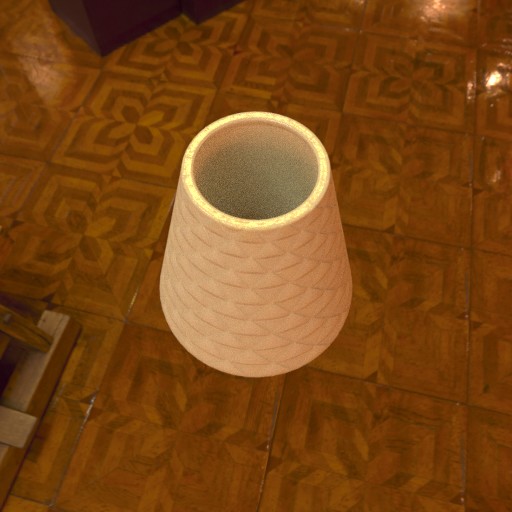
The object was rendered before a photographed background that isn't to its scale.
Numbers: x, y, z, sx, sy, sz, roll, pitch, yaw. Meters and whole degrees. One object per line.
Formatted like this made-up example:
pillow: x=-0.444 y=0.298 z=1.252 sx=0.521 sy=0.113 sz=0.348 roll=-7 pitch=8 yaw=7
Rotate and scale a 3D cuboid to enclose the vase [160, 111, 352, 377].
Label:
vase: x=0.000 y=0.000 z=0.362 sx=0.175 sy=0.230 sz=0.175 roll=0 pitch=63 yaw=0
